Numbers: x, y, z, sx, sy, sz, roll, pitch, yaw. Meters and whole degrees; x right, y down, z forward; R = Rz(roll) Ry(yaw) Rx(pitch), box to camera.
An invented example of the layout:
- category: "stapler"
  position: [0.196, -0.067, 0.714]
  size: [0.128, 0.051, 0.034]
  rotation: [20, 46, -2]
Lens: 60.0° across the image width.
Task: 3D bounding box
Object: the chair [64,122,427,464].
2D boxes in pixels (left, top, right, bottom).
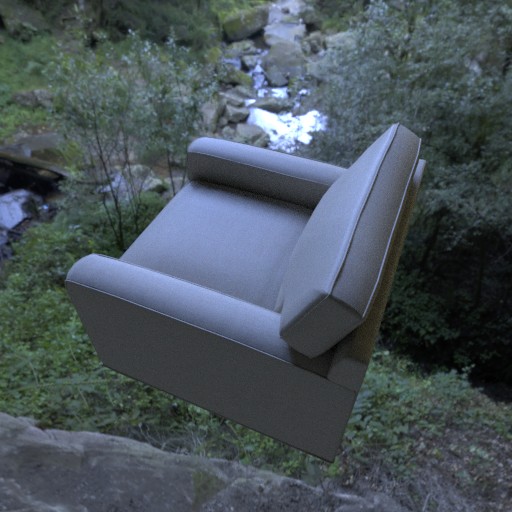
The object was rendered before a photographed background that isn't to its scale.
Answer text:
- category: "chair"
  position: [0.000, 0.000, 1.774]
  size: [1.043, 0.913, 0.998]
  rotation: [17, 49, 16]
